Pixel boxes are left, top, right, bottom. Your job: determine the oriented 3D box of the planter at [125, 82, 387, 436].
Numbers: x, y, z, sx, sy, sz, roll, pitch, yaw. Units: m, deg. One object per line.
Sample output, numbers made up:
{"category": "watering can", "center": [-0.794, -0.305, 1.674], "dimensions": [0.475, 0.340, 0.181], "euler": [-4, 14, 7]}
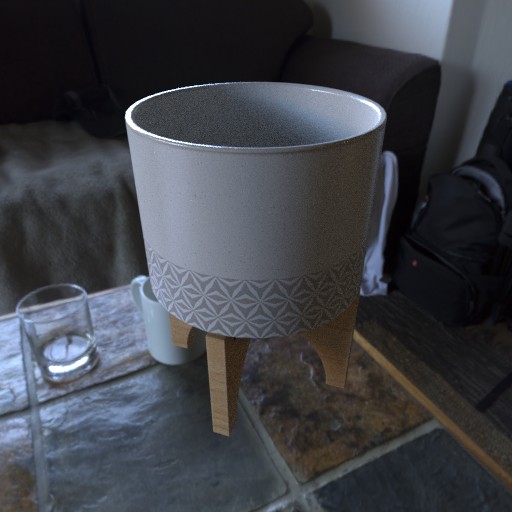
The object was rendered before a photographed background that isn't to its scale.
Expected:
{"category": "planter", "center": [0.000, 0.000, 0.524], "dimensions": [0.249, 0.343, 0.249], "euler": [0, 32, 0]}
